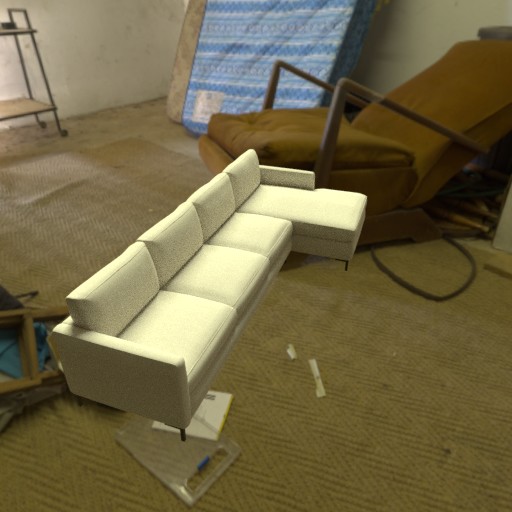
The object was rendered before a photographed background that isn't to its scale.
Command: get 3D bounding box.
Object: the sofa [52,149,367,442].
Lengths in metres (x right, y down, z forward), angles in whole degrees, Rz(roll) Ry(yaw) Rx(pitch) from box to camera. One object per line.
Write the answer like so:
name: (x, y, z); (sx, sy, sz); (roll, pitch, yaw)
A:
sofa: (0.000, 0.000, 2.902); (1.126, 0.677, 2.445); (11, 33, 17)
